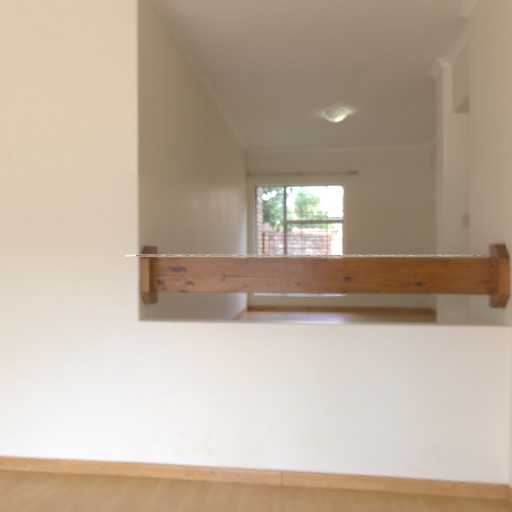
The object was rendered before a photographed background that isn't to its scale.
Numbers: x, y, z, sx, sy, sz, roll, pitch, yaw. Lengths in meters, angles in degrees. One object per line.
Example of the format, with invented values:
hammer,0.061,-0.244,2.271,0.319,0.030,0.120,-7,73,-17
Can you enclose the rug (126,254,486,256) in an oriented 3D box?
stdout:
rug,0.000,0.000,4.394,2.464,0.010,3.327,0,0,-18
